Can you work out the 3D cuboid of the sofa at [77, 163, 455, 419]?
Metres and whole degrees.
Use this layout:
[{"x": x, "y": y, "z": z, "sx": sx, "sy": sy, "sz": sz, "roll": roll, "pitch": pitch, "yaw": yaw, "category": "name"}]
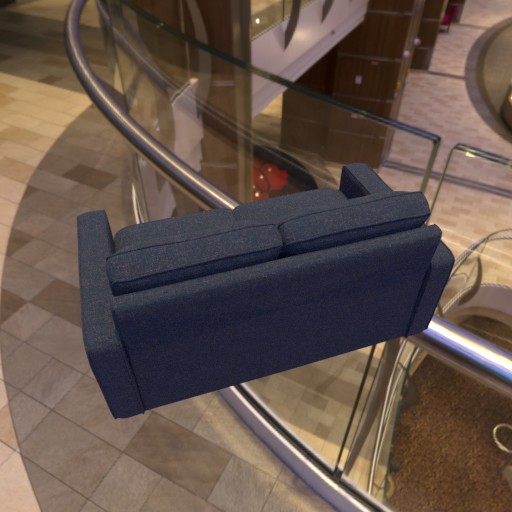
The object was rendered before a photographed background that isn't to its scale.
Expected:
[{"x": 0.000, "y": 0.000, "z": 2.303, "sx": 1.709, "sy": 0.918, "sz": 0.947, "roll": -13, "pitch": 44, "yaw": -13, "category": "sofa"}]
